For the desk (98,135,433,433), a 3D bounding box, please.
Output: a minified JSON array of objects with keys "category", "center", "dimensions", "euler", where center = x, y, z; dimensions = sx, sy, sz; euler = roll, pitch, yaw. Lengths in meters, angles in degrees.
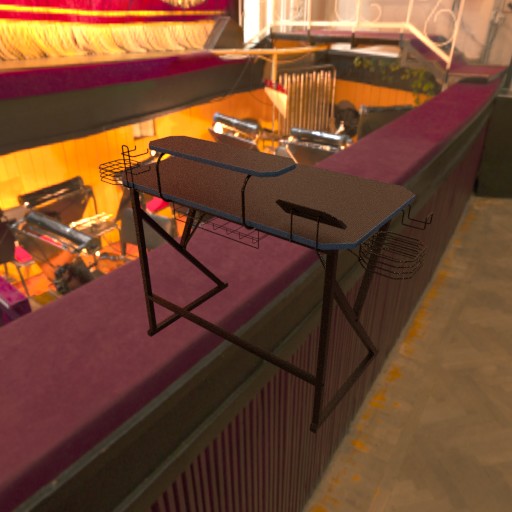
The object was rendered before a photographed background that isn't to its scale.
[{"category":"desk","center":[0.000,0.000,1.722],"dimensions":[1.295,0.909,0.594],"euler":[20,35,32]}]
